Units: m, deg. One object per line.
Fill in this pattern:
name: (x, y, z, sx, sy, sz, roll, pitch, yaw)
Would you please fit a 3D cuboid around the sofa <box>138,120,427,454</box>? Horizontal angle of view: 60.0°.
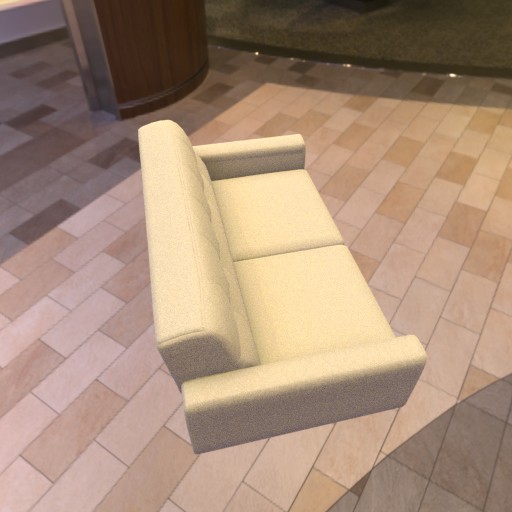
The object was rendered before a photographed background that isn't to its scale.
sofa: (0.000, 0.000, 2.249, 0.980, 0.892, 1.655, -9, 46, -9)
